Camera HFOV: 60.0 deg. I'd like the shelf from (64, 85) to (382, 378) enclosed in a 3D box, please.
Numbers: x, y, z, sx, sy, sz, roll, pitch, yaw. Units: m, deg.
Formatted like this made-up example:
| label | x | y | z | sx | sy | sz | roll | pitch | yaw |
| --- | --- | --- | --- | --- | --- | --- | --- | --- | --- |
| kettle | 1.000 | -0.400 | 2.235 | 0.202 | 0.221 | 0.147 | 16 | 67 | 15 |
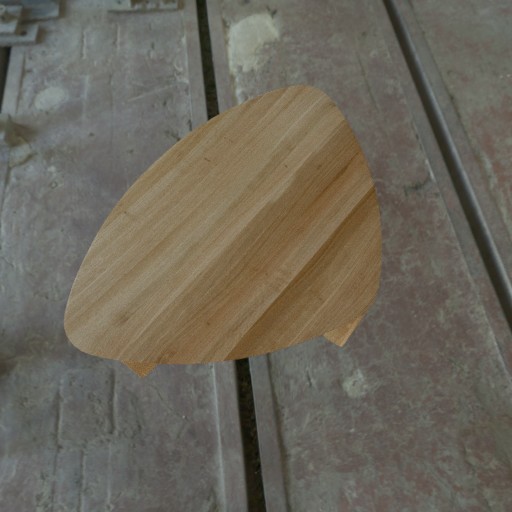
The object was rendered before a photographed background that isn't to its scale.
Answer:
| label | x | y | z | sx | sy | sz | roll | pitch | yaw |
| --- | --- | --- | --- | --- | --- | --- | --- | --- | --- |
| shelf | 0.000 | 0.000 | 1.616 | 0.863 | 0.439 | 1.240 | 35 | 69 | 15 |
